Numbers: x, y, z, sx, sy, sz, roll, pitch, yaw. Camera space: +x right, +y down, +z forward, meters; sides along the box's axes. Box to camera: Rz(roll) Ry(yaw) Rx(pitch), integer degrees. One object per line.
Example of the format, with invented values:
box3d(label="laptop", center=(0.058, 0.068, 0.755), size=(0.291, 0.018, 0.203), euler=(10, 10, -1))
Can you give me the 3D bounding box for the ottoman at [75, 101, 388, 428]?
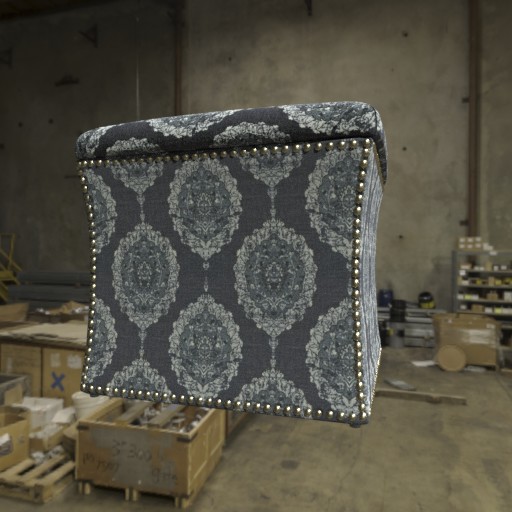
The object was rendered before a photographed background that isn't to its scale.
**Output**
box3d(label="ottoman", center=(0.000, 0.000, 0.890), size=(0.507, 0.475, 0.497), euler=(0, 0, 18))
